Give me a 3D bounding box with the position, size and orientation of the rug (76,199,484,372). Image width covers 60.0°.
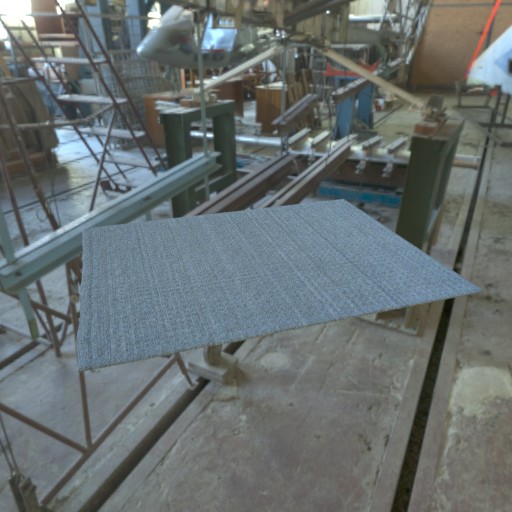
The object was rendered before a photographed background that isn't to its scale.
[{"bbox_3d":[0.000,0.000,4.276,3.200,0.007,2.443,-8,28,-16],"label":"rug"}]
